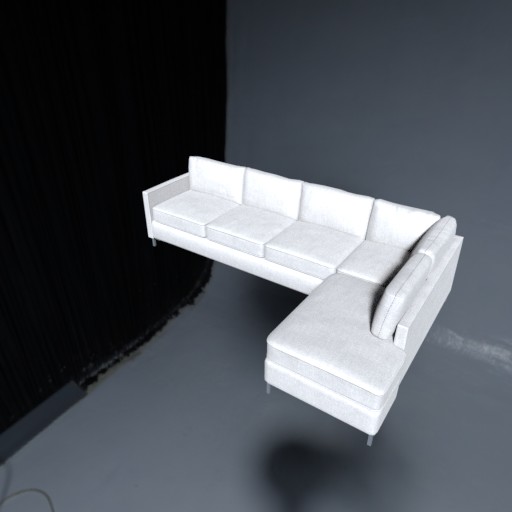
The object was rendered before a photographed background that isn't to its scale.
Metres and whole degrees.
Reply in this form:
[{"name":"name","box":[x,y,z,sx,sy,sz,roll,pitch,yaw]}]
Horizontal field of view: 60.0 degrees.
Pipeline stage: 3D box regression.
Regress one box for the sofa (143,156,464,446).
[{"name":"sofa","box":[0.000,0.000,4.288,3.331,0.964,2.077,19,35,29]}]
